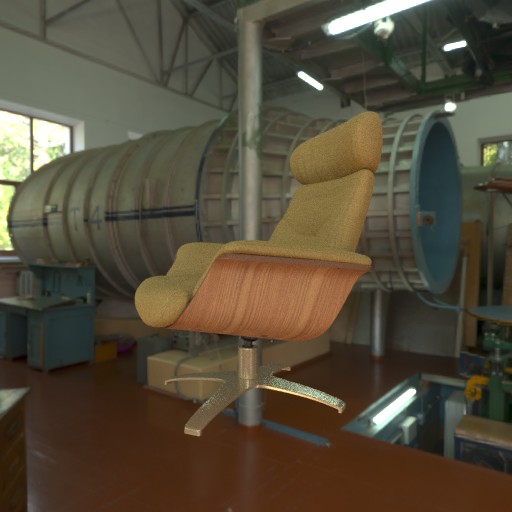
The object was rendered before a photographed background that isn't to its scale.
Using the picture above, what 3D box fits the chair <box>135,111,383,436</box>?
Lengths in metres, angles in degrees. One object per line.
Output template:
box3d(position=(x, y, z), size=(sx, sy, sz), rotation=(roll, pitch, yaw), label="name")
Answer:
box3d(position=(0.000, 0.000, 1.585), size=(0.837, 0.995, 0.785), rotation=(0, 1, -19), label="chair")
